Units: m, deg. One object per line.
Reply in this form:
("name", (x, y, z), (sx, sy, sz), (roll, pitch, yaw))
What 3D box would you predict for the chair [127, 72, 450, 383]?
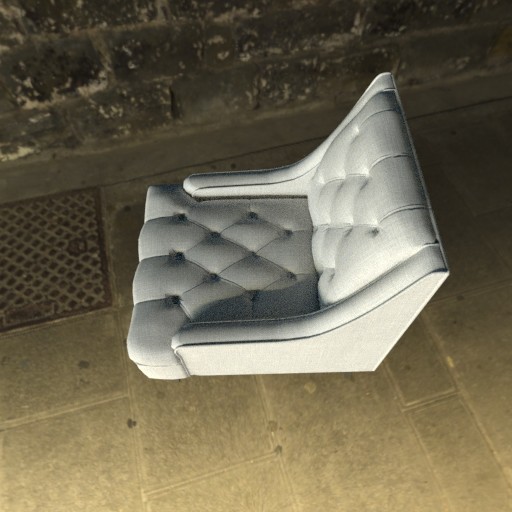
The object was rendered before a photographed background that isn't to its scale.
("chair", (0.000, 0.000, 1.412), (0.772, 0.891, 0.658), (-1, 59, -1))
